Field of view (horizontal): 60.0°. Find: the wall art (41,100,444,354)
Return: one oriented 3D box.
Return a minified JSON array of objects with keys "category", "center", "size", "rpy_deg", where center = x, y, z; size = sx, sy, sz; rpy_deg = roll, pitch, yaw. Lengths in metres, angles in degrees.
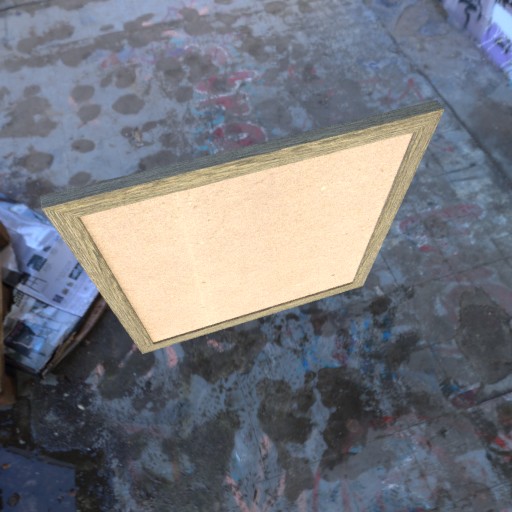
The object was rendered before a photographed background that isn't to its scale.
[{"category":"wall art","center":[0.000,0.000,0.757],"size":[0.508,0.508,0.019],"rpy_deg":[-16,61,-9]}]
